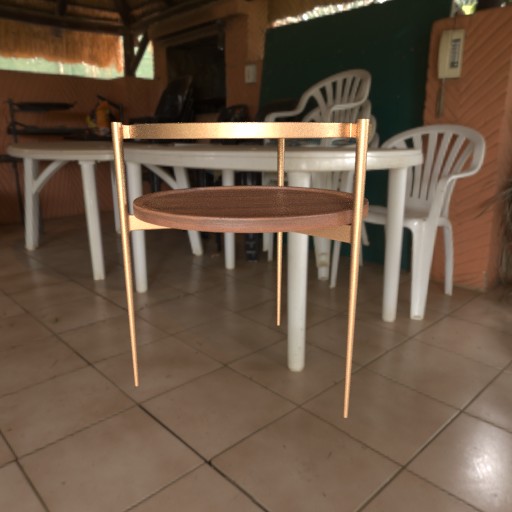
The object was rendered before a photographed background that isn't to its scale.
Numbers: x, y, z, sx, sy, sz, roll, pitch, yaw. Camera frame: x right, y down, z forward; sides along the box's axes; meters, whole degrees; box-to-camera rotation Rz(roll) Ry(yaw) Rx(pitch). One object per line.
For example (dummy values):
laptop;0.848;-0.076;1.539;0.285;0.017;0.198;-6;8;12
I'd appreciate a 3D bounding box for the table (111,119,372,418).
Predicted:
table;0.000;0.000;0.853;0.430;0.493;0.456;-14;21;-43
